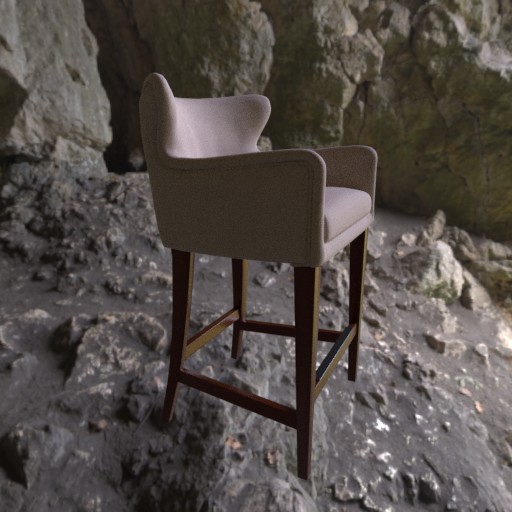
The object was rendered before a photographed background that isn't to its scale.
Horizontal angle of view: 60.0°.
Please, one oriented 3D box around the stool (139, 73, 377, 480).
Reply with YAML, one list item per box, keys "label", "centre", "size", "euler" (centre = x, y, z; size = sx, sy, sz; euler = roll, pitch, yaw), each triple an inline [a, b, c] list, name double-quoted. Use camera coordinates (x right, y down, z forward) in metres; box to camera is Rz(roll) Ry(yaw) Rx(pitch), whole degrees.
- label: "stool"
  centre: [0.000, 0.000, 1.305]
  size: [0.570, 0.951, 0.601]
  euler: [7, 16, 24]
